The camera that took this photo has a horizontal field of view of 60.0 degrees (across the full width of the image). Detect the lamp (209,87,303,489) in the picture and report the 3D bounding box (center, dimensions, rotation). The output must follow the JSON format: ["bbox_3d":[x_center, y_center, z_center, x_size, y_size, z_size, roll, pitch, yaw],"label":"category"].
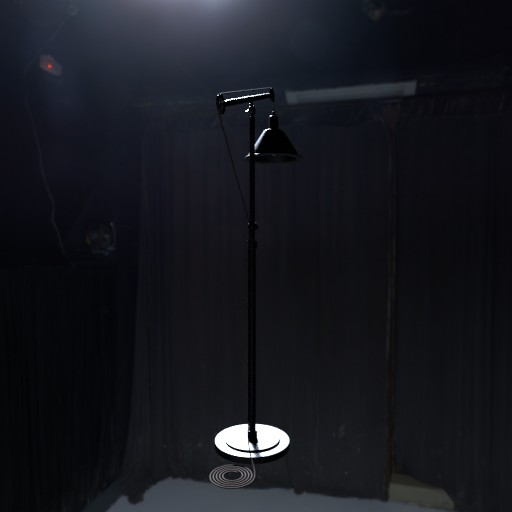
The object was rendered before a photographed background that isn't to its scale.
[{"bbox_3d":[0.000,0.000,1.926,0.319,1.626,0.904,1,2,17],"label":"lamp"}]
